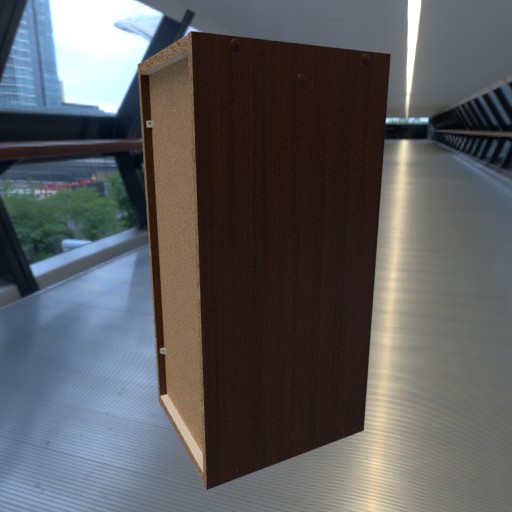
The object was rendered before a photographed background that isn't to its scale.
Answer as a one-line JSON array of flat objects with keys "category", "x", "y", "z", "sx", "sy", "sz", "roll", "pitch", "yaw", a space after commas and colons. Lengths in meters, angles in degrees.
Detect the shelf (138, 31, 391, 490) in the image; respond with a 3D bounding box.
[{"category": "shelf", "x": 0.000, "y": 0.000, "z": 0.731, "sx": 0.290, "sy": 0.600, "sz": 0.253, "roll": -8, "pitch": 16, "yaw": -27}]
